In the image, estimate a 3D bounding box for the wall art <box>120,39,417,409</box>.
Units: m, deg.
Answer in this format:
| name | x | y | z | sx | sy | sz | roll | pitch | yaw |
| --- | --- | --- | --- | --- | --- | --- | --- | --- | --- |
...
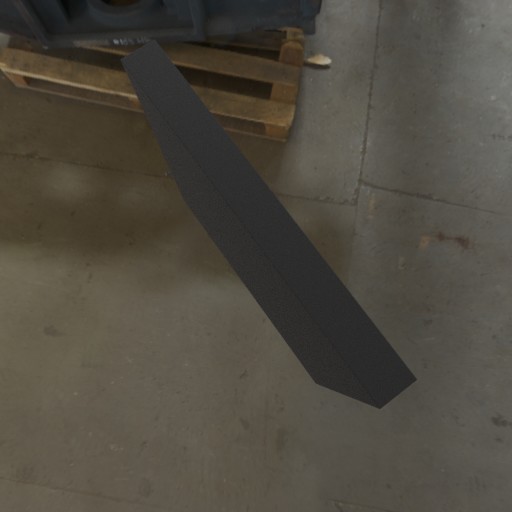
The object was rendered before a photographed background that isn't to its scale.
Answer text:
| name | x | y | z | sx | sy | sz | roll | pitch | yaw |
| --- | --- | --- | --- | --- | --- | --- | --- | --- | --- |
| wall art | 0.000 | 0.000 | 0.455 | 0.030 | 0.305 | 0.308 | -35 | 79 | -8 |
